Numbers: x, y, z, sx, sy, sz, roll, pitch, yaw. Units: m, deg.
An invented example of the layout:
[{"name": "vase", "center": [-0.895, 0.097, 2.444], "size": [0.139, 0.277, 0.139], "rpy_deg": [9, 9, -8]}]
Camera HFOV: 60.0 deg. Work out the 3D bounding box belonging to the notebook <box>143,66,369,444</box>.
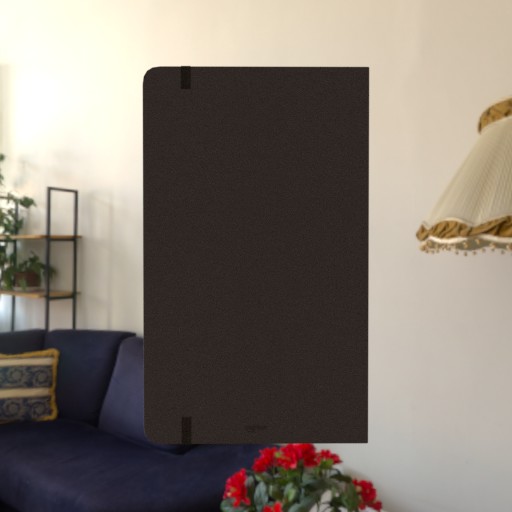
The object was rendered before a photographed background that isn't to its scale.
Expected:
[{"name": "notebook", "center": [0.000, 0.000, 0.257], "size": [0.127, 0.213, 0.016], "rpy_deg": [0, 1, 0]}]
